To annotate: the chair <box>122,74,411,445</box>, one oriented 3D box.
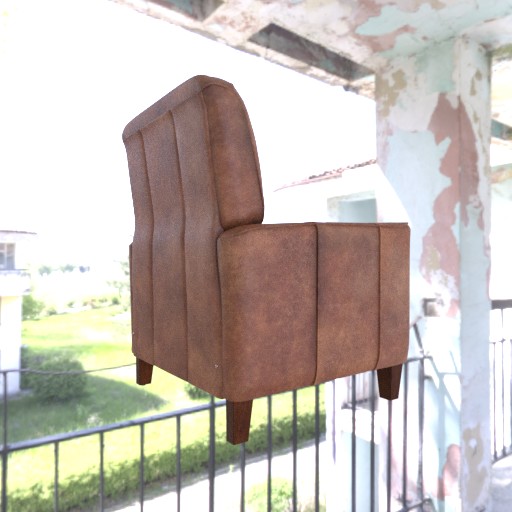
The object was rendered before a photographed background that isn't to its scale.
[{"bbox_3d":[0.000,0.000,1.698,0.836,1.043,0.843,0,0,-35],"label":"chair"}]
